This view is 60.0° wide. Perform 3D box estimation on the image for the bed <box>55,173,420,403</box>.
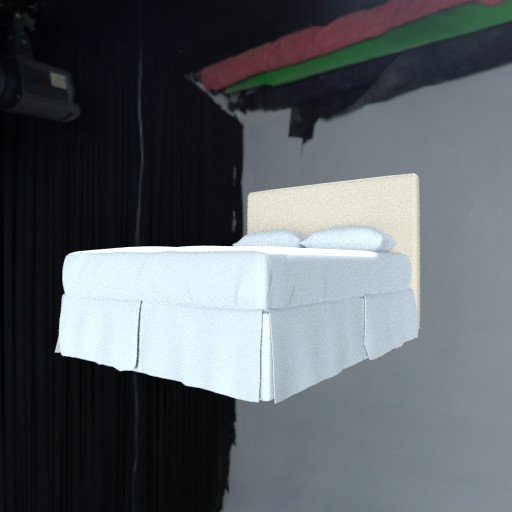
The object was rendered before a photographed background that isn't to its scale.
[{"bbox_3d":[0.000,0.000,3.196,1.748,1.330,2.142,-1,-1,37],"label":"bed"}]
